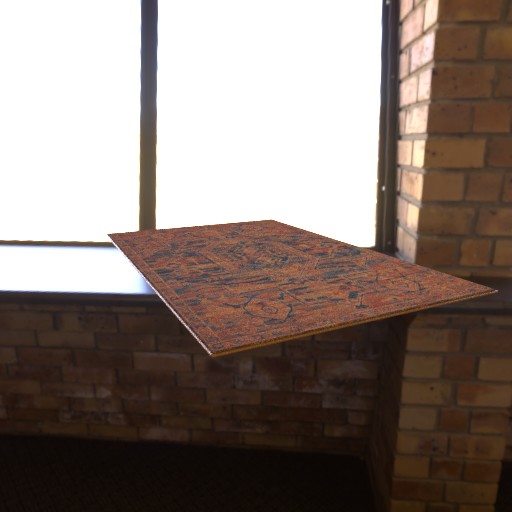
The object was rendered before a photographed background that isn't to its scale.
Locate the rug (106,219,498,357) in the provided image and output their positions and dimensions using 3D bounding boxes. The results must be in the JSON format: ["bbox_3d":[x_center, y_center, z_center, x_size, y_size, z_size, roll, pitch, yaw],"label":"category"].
[{"bbox_3d":[0.000,0.000,2.166,1.148,0.013,1.758,-7,16,-26],"label":"rug"}]
